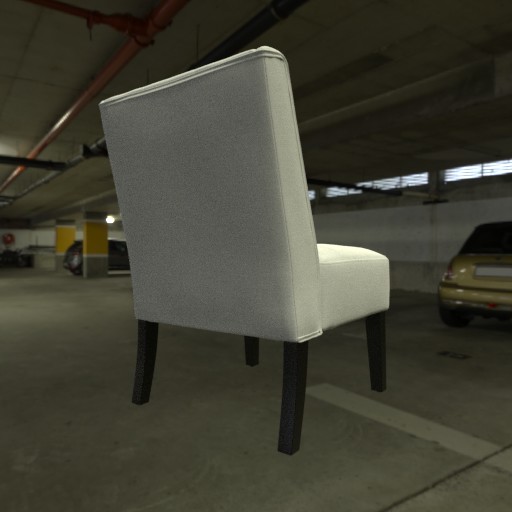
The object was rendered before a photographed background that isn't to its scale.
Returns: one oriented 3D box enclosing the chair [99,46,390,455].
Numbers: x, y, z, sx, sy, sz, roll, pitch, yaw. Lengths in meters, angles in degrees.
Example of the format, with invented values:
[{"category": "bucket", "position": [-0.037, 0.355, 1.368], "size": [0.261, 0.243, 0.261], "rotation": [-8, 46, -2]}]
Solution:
[{"category": "chair", "position": [0.000, 0.000, 1.285], "size": [0.569, 0.853, 0.676], "rotation": [1, 1, 37]}]
